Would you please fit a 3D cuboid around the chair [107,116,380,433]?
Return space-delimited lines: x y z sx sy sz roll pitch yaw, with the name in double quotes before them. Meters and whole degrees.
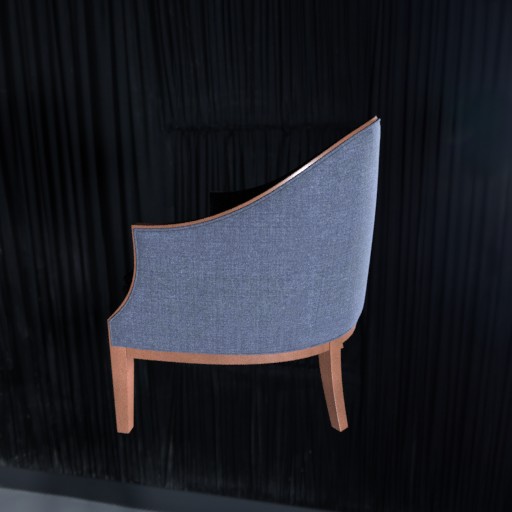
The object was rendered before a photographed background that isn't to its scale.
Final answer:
"chair" 0.000 0.000 1.465 0.735 0.876 0.803 2 15 9
